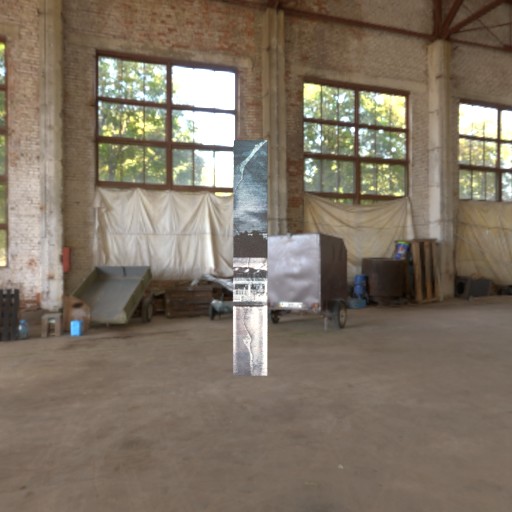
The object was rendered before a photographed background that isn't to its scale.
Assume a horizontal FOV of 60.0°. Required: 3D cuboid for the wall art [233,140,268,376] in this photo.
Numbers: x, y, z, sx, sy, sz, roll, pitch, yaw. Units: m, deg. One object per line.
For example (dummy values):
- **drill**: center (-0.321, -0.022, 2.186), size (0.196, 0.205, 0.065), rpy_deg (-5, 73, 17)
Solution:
- **wall art**: center (0.000, 0.000, 0.850), size (0.037, 0.251, 0.759), rpy_deg (0, 0, 1)
